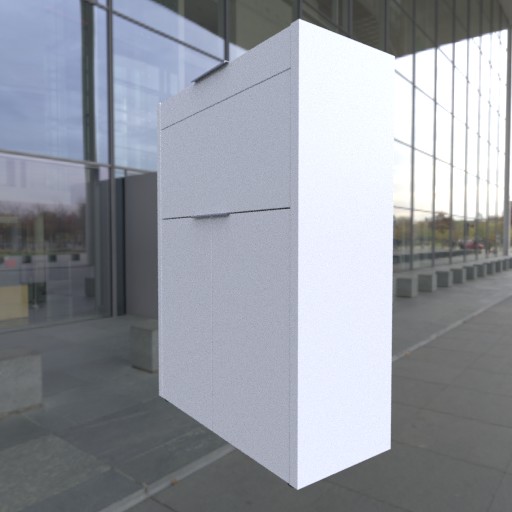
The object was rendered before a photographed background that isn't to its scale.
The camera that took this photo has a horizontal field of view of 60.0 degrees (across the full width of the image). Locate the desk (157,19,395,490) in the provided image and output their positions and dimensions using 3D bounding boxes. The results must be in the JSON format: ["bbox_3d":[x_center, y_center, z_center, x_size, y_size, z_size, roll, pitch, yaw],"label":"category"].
[{"bbox_3d":[0.000,0.000,1.551,0.390,1.190,0.850,-1,3,-36],"label":"desk"}]
